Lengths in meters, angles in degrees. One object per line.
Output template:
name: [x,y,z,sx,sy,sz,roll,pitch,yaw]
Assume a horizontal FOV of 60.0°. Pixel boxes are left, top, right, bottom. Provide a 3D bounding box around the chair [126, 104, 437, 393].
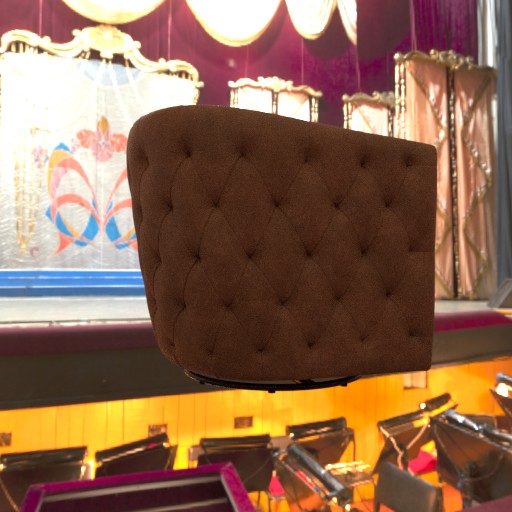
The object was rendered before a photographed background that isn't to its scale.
chair: [0.000,0.000,1.539,0.870,0.790,0.850,1,-2,-19]
